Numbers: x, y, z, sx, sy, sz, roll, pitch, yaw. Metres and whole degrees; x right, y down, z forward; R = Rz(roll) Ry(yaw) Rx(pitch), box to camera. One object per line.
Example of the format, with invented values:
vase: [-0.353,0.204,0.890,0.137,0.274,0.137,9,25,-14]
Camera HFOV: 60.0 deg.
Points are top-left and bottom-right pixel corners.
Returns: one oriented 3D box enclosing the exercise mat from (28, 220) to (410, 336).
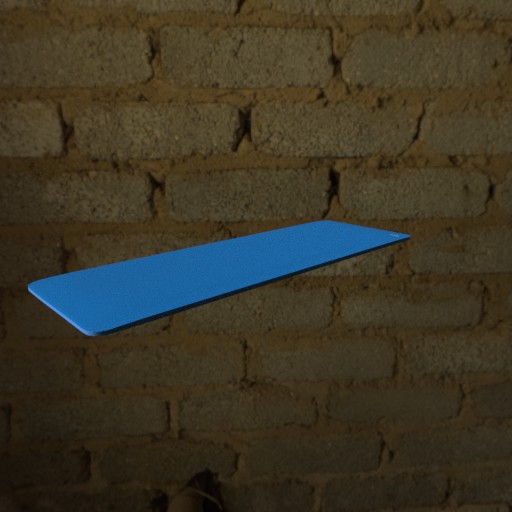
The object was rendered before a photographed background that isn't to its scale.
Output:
exercise mat: [0.000,0.000,2.102,1.869,0.021,0.616,-14,21,-41]
